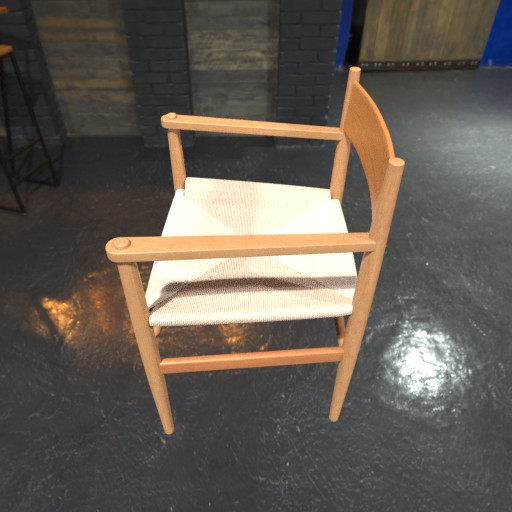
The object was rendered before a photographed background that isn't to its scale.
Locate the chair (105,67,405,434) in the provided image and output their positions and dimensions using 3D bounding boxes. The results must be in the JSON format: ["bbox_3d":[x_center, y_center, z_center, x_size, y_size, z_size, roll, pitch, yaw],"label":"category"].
[{"bbox_3d":[0.000,0.000,1.093,0.495,0.762,0.556,1,41,1],"label":"chair"}]
